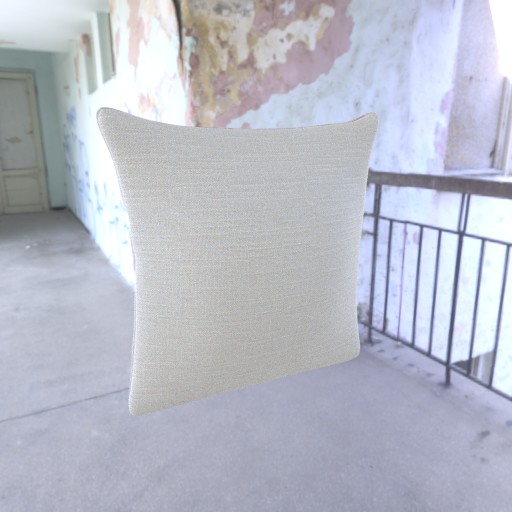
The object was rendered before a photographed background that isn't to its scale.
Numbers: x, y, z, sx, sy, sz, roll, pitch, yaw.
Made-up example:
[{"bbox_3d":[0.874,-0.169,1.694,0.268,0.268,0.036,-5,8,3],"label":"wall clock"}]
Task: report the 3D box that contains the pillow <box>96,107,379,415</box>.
[{"bbox_3d":[0.000,0.000,0.711,0.451,0.449,0.191,-7,17,-25],"label":"pillow"}]
